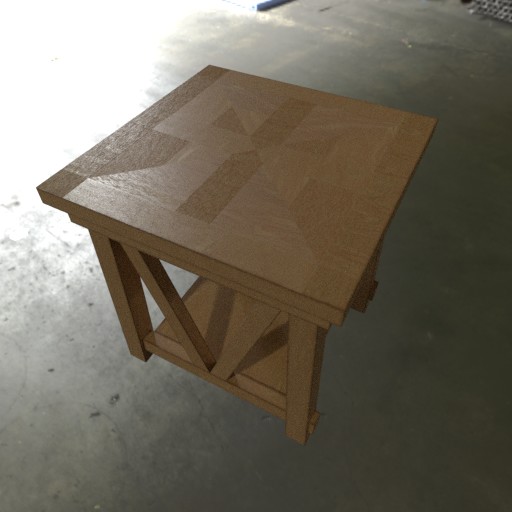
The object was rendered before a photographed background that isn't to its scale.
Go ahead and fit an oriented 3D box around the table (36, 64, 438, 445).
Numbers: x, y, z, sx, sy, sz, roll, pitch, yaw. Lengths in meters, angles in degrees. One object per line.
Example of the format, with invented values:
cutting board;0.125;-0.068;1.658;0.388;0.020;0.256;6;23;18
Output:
table;0.000;0.000;1.148;0.612;0.638;0.610;21;50;19
